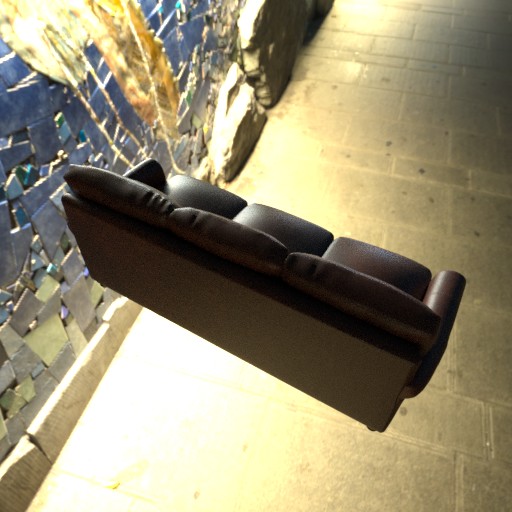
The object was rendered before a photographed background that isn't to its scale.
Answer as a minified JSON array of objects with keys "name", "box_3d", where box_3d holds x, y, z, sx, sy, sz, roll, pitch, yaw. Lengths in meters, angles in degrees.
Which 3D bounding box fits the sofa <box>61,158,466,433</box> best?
[{"name":"sofa","box_3d":[0.000,0.000,2.751,2.351,0.977,0.973,23,50,21]}]
